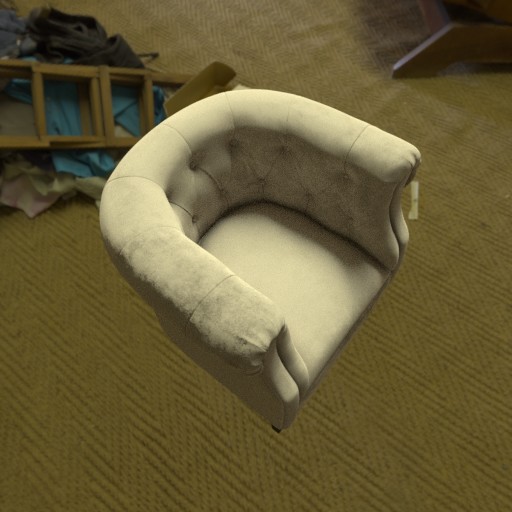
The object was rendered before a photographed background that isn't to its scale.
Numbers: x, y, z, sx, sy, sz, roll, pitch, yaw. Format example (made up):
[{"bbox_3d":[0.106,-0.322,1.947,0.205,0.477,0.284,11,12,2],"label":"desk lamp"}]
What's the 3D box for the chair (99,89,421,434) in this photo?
[{"bbox_3d":[0.000,0.000,1.593,0.851,0.826,0.904,33,63,20],"label":"chair"}]
